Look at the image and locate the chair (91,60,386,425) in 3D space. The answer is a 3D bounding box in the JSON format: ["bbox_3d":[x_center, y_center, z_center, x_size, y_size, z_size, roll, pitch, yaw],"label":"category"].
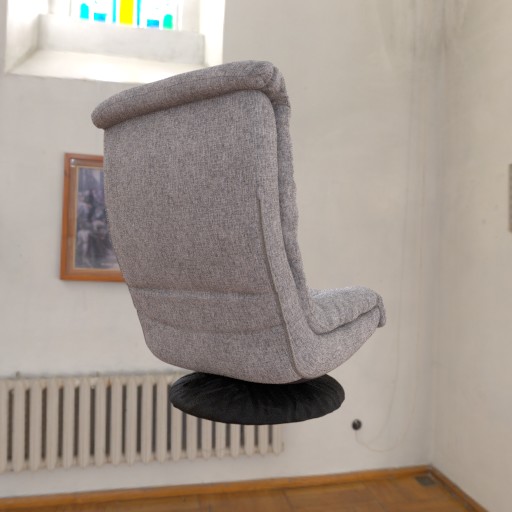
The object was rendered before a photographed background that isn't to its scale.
[{"bbox_3d":[0.000,0.000,0.952,0.400,0.600,0.583,0,0,34],"label":"chair"}]
